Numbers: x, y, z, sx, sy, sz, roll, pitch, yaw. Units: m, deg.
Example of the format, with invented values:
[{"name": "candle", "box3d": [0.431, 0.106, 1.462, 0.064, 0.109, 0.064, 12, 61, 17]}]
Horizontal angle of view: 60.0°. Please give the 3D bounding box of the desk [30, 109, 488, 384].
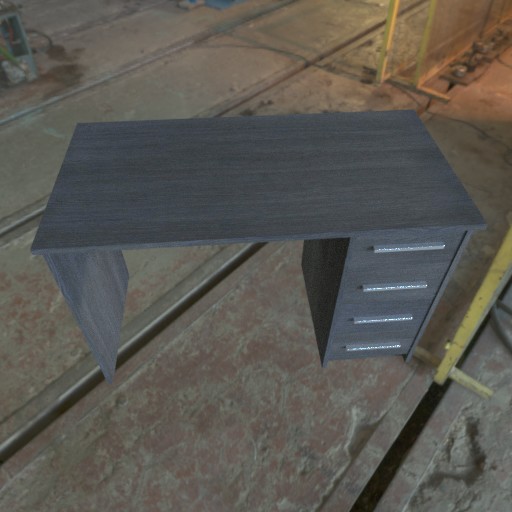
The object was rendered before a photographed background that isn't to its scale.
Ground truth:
[{"name": "desk", "box3d": [0.000, 0.000, 1.511, 1.096, 0.730, 0.560, -3, 47, -3]}]
